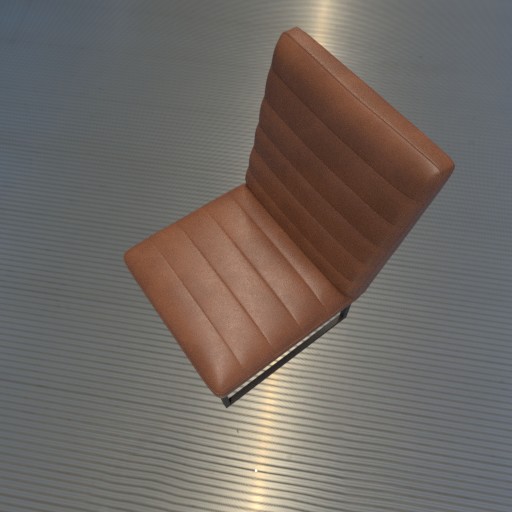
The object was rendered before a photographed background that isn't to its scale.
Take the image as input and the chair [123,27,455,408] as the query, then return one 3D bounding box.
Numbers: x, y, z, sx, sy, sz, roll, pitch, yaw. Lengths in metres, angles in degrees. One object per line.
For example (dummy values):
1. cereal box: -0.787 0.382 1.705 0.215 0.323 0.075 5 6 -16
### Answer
1. chair: 0.000 0.000 1.279 0.634 0.930 0.520 -34 69 -15
